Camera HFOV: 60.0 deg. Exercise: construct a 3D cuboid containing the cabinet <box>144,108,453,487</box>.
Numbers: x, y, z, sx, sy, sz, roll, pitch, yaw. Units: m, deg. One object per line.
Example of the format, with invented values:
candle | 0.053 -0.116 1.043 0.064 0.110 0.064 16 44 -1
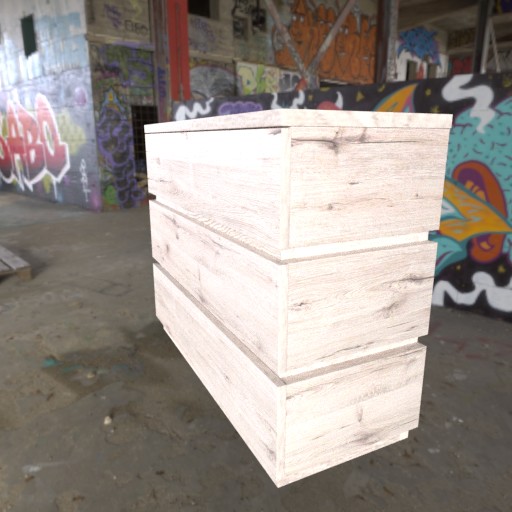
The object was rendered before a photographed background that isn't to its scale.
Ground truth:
cabinet | 0.000 0.000 1.409 0.420 0.820 1.040 -7 16 -26
